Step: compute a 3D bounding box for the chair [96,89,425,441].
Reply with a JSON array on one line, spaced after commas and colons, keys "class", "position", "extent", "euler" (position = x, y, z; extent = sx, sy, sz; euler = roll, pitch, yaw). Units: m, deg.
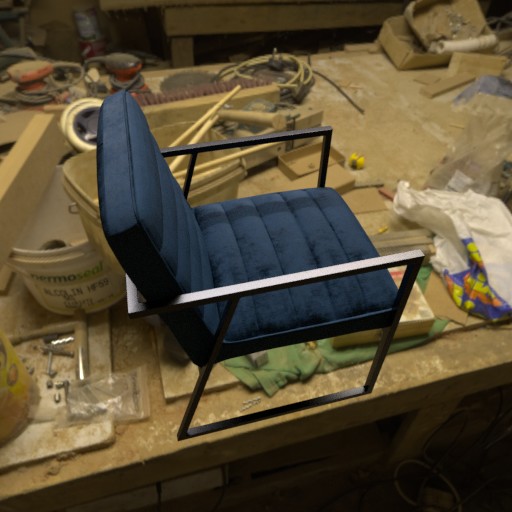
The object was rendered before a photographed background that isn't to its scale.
[{"class": "chair", "position": [0.000, 0.000, 1.243], "extent": [0.677, 0.833, 0.571], "euler": [-10, 47, -10]}]
